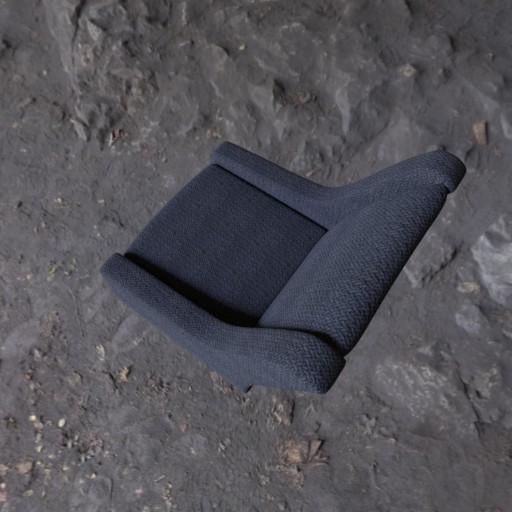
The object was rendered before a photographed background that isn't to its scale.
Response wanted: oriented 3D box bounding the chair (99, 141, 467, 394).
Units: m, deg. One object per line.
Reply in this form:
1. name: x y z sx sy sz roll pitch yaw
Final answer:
1. chair: 0.000 0.000 1.673 0.944 1.012 0.793 33 68 15
